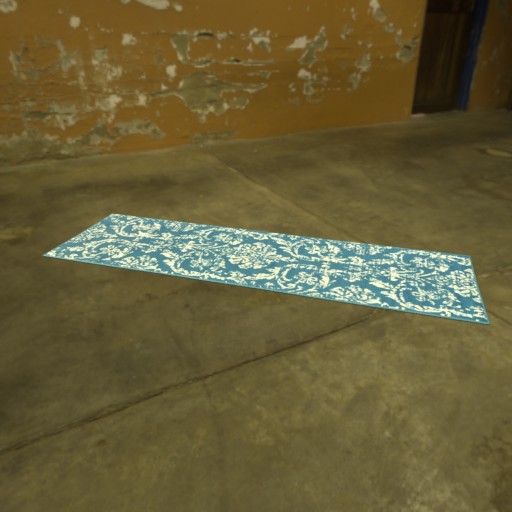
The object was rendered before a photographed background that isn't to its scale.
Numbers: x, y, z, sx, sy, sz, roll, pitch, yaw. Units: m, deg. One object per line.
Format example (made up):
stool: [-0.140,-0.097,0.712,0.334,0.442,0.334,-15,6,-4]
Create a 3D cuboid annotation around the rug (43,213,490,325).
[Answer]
rug: [0.000,0.000,2.375,2.196,0.011,0.662,8,27,15]
